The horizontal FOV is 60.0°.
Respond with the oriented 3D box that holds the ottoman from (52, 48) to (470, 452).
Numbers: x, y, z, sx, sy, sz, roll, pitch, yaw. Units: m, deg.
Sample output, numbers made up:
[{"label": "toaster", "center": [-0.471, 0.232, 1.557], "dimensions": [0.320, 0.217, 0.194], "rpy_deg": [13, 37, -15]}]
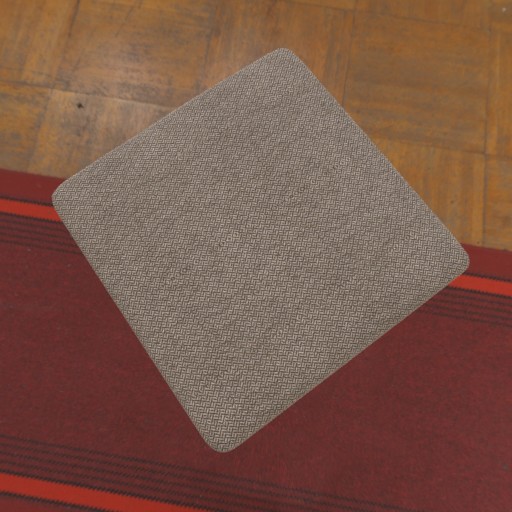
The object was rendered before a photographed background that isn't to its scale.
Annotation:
[{"label": "ottoman", "center": [0.000, 0.000, 0.906], "dimensions": [0.512, 0.453, 0.519], "rpy_deg": [-35, 78, -8]}]
